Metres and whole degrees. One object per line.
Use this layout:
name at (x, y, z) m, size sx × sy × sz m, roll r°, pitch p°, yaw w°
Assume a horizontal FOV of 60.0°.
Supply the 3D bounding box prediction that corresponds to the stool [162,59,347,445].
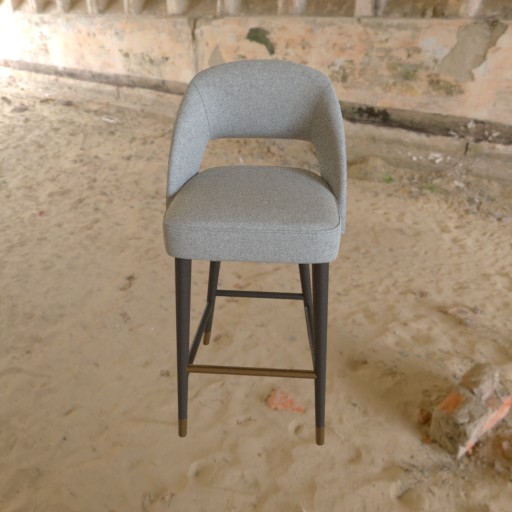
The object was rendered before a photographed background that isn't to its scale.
stool at (0.000, 0.000, 1.332) m, size 0.494 × 1.037 × 0.509 m, roll 2°, pitch 30°, yaw 3°
